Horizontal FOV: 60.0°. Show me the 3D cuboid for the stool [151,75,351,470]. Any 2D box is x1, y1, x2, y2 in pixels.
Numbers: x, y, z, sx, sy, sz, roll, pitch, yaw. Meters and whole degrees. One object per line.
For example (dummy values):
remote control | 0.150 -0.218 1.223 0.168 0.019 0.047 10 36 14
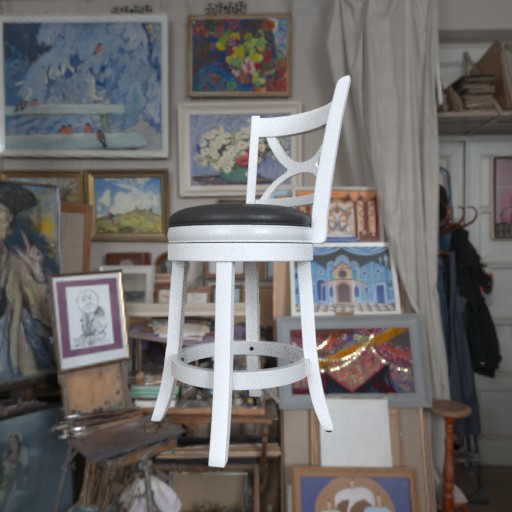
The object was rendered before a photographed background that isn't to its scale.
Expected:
stool | 0.000 0.000 1.266 0.508 0.953 0.444 0 1 -36
